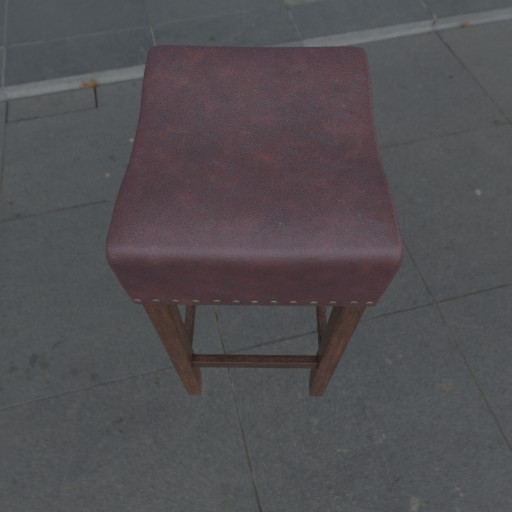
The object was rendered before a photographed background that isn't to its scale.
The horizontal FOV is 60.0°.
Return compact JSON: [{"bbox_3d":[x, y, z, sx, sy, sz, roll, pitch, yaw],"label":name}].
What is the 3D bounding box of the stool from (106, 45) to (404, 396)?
[{"bbox_3d":[0.000,0.000,1.013,0.401,0.769,0.465,1,59,0],"label":"stool"}]
